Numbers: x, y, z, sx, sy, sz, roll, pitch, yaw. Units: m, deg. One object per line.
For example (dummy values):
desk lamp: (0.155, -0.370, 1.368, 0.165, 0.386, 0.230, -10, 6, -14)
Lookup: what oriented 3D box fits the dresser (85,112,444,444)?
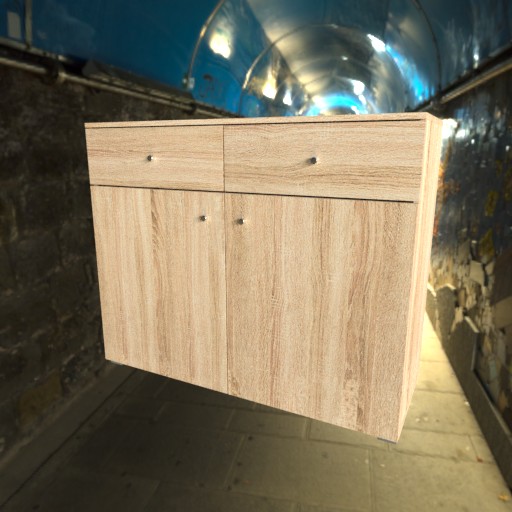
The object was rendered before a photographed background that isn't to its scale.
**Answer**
dresser: (0.000, 0.000, 1.554, 1.100, 0.900, 0.450, 7, 16, 26)
